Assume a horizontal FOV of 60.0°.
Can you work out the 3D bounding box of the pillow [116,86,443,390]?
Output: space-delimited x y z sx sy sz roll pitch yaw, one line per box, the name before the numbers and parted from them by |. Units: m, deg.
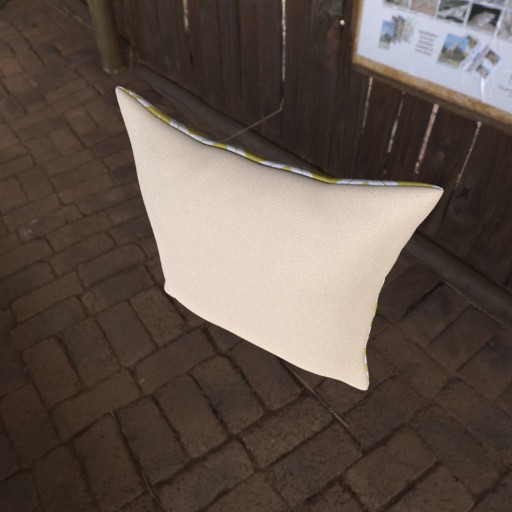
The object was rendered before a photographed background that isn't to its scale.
pillow | 0.000 0.000 0.777 0.504 0.494 0.188 23 51 20
